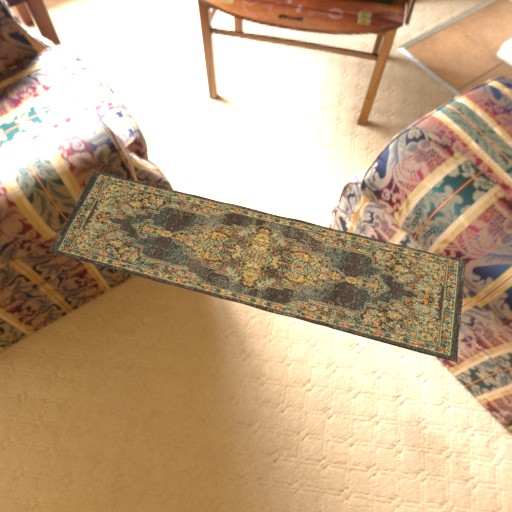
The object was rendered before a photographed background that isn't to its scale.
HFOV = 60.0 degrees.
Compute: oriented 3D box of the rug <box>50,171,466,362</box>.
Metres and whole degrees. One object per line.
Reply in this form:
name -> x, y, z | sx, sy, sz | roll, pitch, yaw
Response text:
rug -> 0.000, 0.000, 2.505 | 2.283, 0.016, 0.602 | 14, 64, 7
